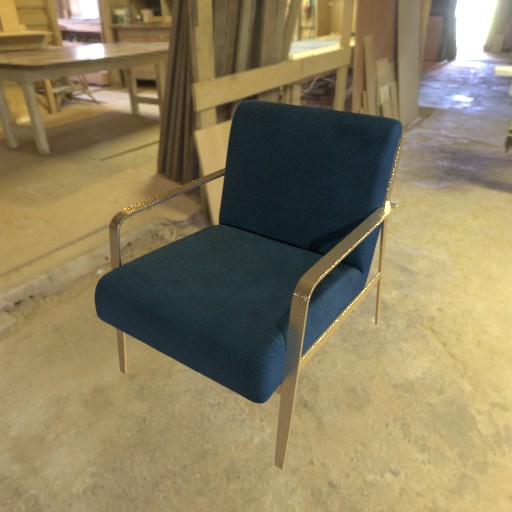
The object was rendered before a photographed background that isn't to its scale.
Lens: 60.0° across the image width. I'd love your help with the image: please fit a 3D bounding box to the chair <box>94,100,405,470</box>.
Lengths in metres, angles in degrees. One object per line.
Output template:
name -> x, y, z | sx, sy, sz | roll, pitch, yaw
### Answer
chair -> 0.000, 0.000, 1.461 | 0.692, 0.831, 0.859 | 19, 35, 30
